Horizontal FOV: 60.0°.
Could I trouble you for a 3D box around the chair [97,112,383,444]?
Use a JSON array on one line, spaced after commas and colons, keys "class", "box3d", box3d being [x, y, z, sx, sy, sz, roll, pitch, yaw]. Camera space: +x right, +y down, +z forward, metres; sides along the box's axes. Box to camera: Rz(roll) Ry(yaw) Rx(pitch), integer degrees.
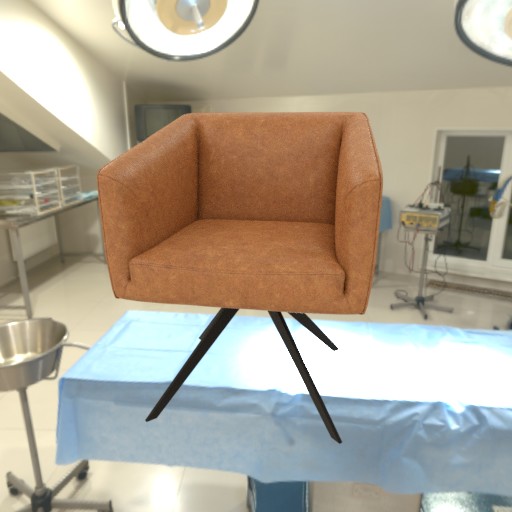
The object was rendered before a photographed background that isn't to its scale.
[{"class": "chair", "box3d": [0.000, 0.000, 1.199, 0.588, 0.760, 0.625, 3, 16, 9]}]
